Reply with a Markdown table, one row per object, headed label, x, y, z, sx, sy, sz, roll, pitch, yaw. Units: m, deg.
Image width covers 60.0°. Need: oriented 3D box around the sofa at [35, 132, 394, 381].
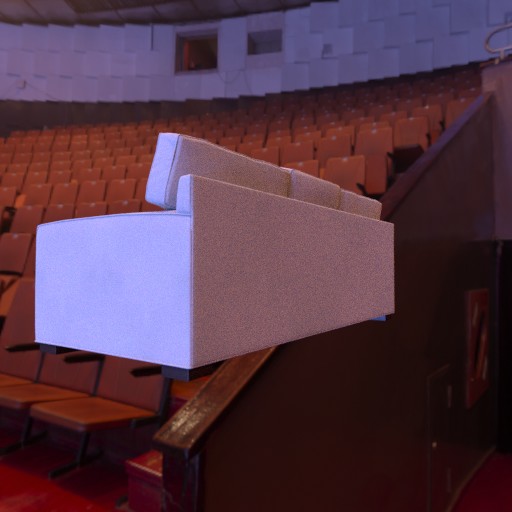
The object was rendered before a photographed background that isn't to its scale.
| label | x | y | z | sx | sy | sz | roll | pitch | yaw |
| --- | --- | --- | --- | --- | --- | --- | --- | --- | --- |
| sofa | 0.000 | 0.000 | 2.539 | 0.935 | 0.862 | 2.088 | -1 | -2 | 35 |
